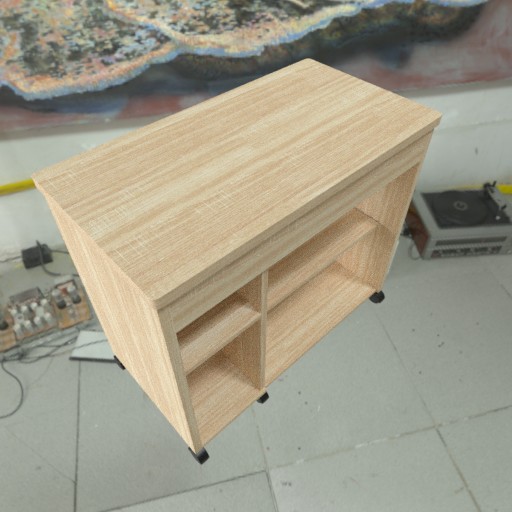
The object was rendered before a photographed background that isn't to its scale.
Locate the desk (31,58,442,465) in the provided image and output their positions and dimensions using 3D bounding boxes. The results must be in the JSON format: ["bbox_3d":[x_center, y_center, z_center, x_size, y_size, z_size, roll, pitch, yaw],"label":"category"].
[{"bbox_3d":[0.000,0.000,1.317,0.884,0.770,0.480,-34,55,-28],"label":"desk"}]
